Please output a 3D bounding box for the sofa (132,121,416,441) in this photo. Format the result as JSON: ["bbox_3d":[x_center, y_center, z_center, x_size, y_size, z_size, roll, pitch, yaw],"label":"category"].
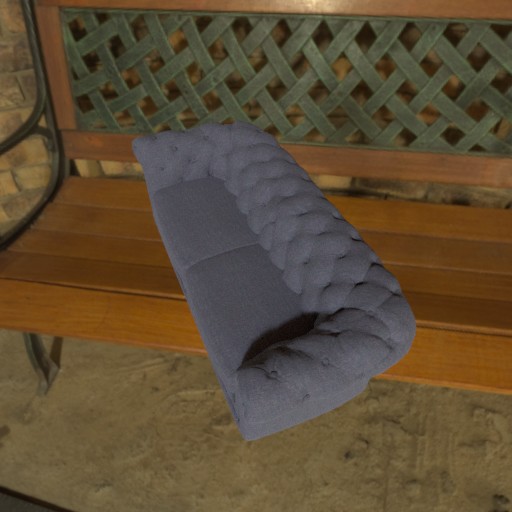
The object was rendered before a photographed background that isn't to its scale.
[{"bbox_3d":[0.000,0.000,2.925,1.046,0.836,2.335,-17,48,-16],"label":"sofa"}]
